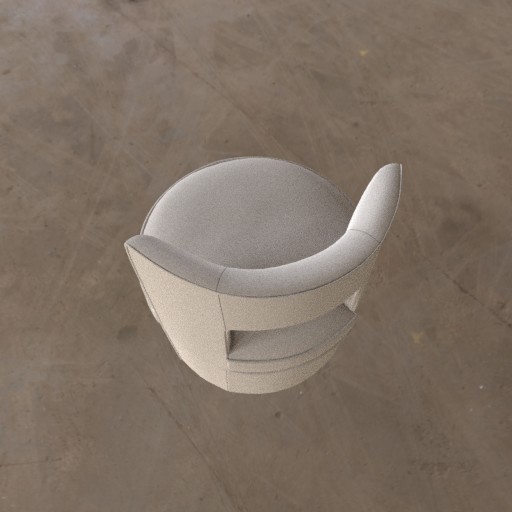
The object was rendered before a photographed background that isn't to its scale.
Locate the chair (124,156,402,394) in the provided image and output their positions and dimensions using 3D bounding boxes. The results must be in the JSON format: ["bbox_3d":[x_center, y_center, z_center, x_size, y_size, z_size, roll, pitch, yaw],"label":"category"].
[{"bbox_3d":[0.000,0.000,1.259,0.650,0.723,0.665,-17,59,-10],"label":"chair"}]
